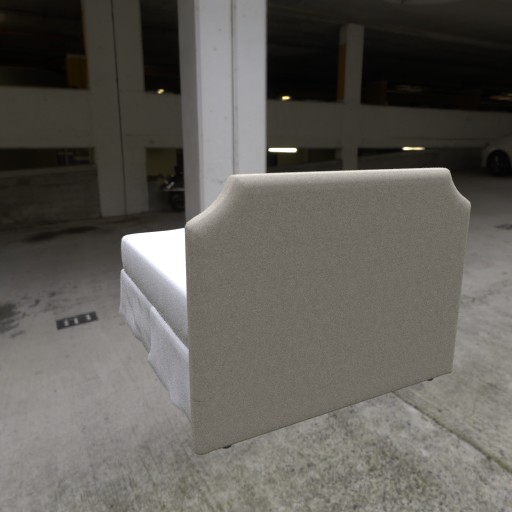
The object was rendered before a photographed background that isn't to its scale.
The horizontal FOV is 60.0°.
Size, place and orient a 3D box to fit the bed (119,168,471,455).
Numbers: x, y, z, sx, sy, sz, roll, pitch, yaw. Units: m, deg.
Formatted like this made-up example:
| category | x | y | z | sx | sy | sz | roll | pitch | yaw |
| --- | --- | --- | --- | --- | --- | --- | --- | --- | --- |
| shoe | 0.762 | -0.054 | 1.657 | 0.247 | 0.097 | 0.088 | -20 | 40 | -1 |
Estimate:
| category | x | y | z | sx | sy | sz | roll | pitch | yaw |
| --- | --- | --- | --- | --- | --- | --- | --- | --- | --- |
| bed | 0.000 | 0.000 | 3.145 | 1.693 | 1.290 | 2.116 | -7 | 16 | -26 |
